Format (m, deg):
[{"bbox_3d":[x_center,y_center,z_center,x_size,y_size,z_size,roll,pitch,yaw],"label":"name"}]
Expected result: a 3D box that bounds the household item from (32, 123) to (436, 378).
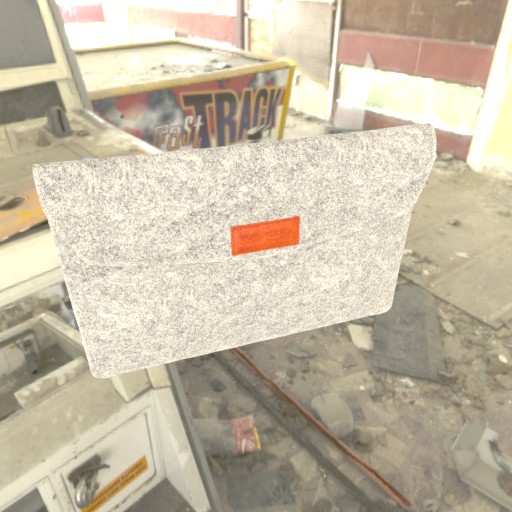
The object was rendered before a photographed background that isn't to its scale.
[{"bbox_3d":[0.000,0.000,0.418,0.335,0.221,0.057,-10,34,-16],"label":"household item"}]
